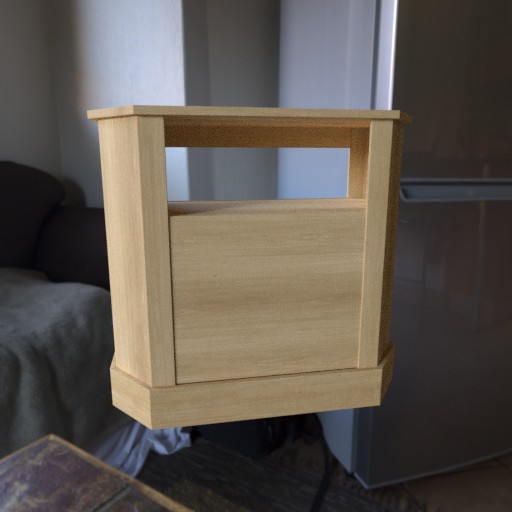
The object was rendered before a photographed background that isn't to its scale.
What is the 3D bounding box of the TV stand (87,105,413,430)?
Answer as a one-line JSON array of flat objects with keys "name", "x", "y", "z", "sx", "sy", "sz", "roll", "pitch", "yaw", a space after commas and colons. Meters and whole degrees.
[{"name": "TV stand", "x": 0.000, "y": 0.000, "z": 1.292, "sx": 0.851, "sy": 0.781, "sz": 0.425, "roll": -2, "pitch": 13, "yaw": -10}]
